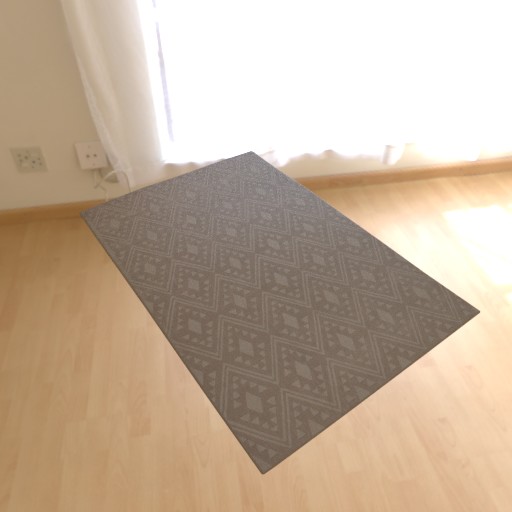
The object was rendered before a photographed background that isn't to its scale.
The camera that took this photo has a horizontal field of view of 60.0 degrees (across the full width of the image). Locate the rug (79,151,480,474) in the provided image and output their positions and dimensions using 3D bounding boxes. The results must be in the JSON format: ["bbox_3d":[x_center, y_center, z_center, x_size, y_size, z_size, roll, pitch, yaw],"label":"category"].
[{"bbox_3d":[0.000,0.000,2.323,1.252,0.034,1.829,-26,49,-25],"label":"rug"}]
